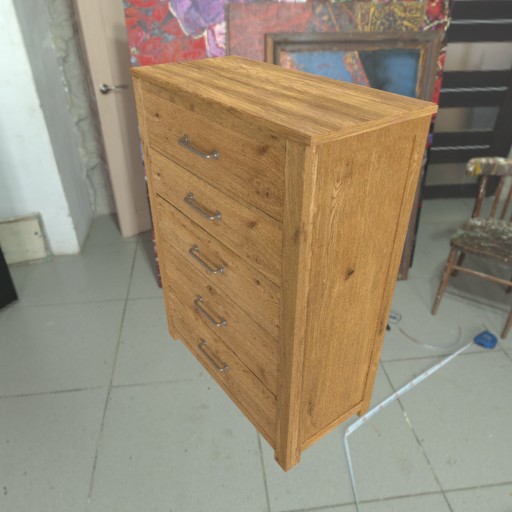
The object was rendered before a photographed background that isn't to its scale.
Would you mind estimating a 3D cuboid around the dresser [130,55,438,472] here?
[{"bbox_3d":[0.000,0.000,1.934,0.558,1.431,1.081,-22,39,-30],"label":"dresser"}]
